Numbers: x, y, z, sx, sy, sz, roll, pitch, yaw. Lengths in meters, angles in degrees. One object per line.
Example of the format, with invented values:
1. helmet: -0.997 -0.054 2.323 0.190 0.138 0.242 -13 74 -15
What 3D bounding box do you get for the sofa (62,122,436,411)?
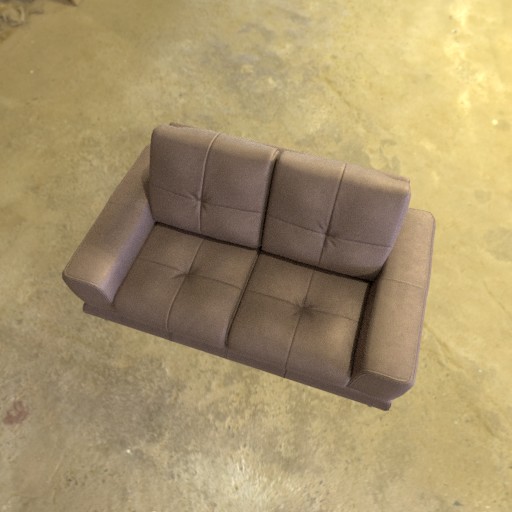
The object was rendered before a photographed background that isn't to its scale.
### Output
1. sofa: 0.000 0.000 2.399 1.806 0.907 1.018 16 59 10
